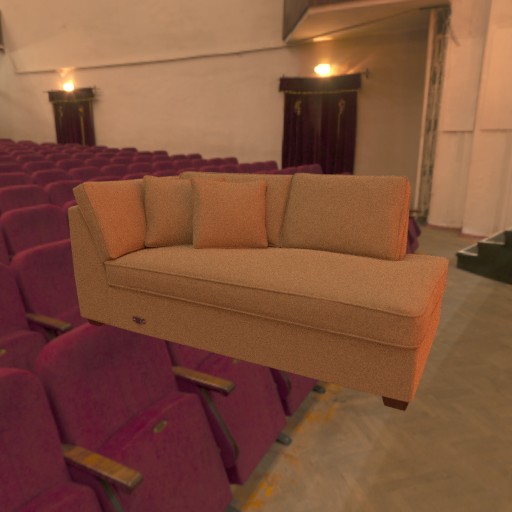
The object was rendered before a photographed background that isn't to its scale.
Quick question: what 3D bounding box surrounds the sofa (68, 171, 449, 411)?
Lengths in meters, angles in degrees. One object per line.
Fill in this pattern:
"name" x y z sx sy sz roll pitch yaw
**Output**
"sofa" 0.000 0.000 2.873 2.237 1.033 1.110 8 17 27
